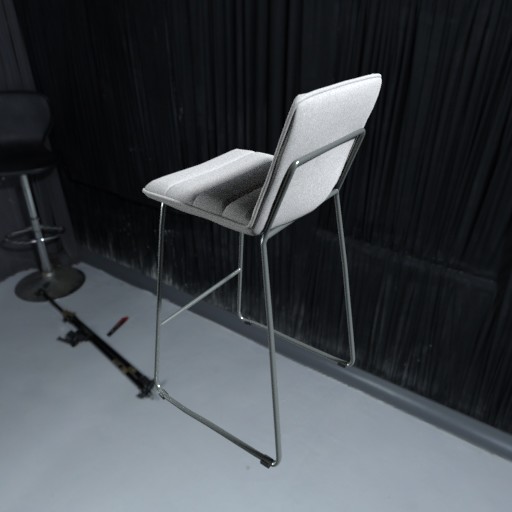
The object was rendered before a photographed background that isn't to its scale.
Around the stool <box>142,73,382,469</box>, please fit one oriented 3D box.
[{"bbox_3d":[0.000,0.000,1.246,0.490,0.960,0.490,20,35,30],"label":"stool"}]
